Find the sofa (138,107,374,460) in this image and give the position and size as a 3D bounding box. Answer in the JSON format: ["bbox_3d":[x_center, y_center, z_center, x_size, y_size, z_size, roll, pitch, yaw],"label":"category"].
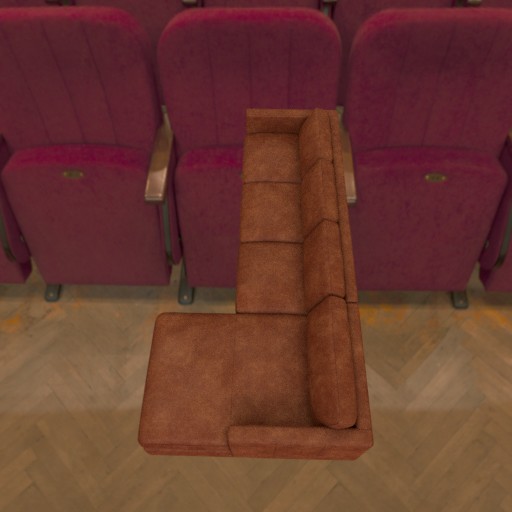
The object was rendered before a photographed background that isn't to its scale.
[{"bbox_3d":[0.000,0.000,3.918,1.581,0.883,3.203,1,57,1],"label":"sofa"}]
